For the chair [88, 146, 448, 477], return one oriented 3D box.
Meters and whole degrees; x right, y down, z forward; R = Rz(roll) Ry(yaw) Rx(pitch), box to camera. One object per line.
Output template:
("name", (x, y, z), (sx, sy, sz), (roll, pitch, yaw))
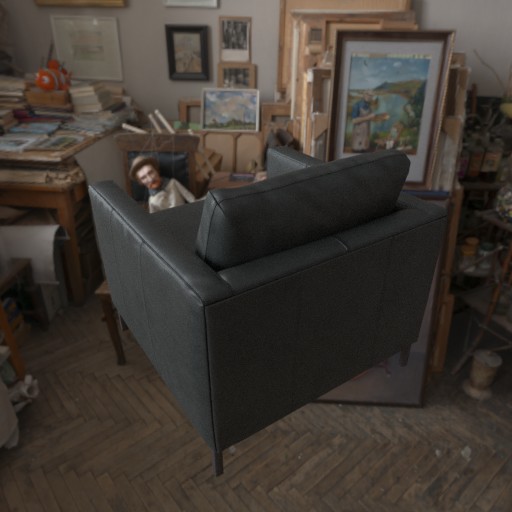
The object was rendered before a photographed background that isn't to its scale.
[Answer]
("chair", (0.000, 0.000, 1.517), (0.967, 0.824, 0.861), (-18, 35, -29))
